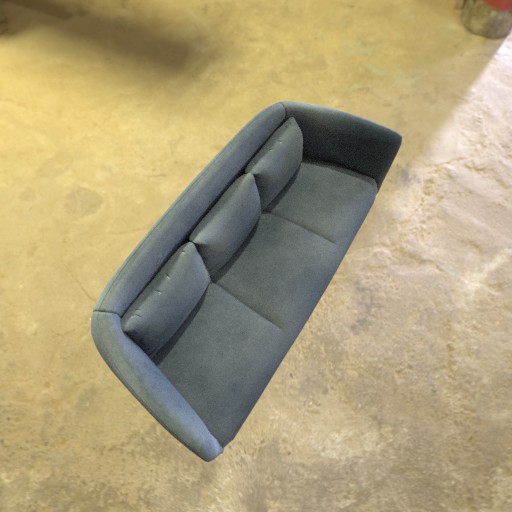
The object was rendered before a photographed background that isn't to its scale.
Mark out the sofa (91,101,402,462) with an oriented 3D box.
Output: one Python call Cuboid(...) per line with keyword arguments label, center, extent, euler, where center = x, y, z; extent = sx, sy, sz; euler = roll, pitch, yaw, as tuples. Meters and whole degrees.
Cuboid(label="sofa", center=(0.000, 0.000, 2.536), extent=(0.849, 0.795, 2.095), euler=(27, 62, 16))
